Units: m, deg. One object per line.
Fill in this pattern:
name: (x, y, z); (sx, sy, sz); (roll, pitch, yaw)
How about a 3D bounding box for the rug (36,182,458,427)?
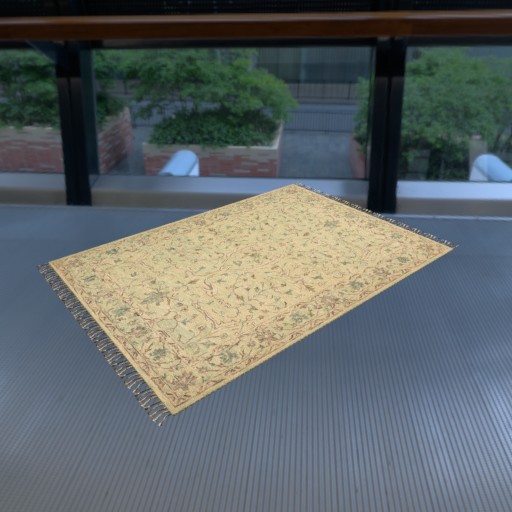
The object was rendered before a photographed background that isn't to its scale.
rug: (0.000, 0.000, 2.270); (1.802, 0.008, 1.247); (-23, 37, -33)
